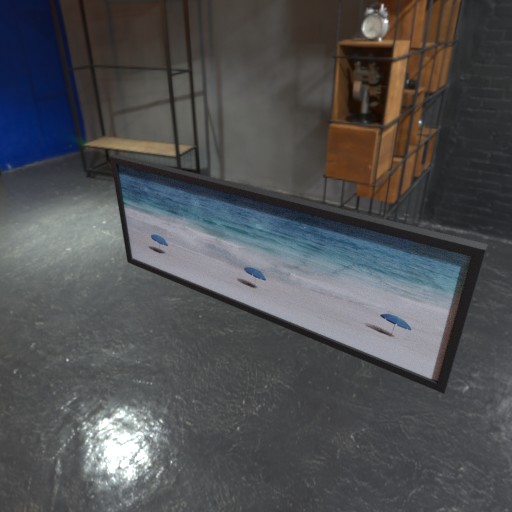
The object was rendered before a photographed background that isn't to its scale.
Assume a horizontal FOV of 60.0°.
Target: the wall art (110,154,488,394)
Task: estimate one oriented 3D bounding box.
[{"bbox_3d":[0.000,0.000,1.766,1.572,0.554,0.041,19,34,30],"label":"wall art"}]
